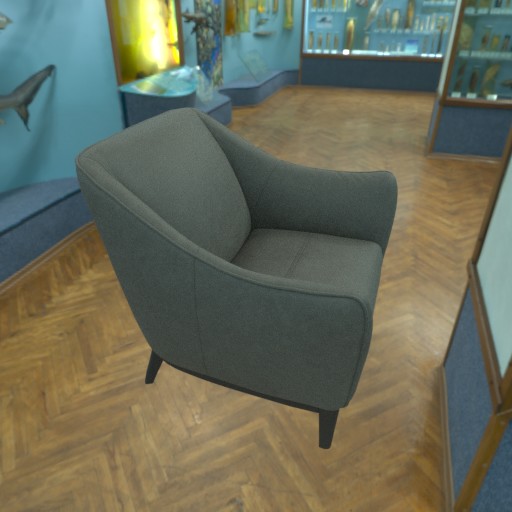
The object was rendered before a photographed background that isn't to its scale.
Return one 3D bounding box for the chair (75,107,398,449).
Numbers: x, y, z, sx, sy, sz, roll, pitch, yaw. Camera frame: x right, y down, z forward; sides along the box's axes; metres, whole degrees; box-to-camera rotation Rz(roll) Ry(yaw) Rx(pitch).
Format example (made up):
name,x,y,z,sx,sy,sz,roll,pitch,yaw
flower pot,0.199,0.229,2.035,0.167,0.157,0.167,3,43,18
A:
name,x,y,z,sx,sy,sz,roll,pitch,yaw
chair,0.000,0.000,1.523,0.852,0.830,0.871,10,32,17
